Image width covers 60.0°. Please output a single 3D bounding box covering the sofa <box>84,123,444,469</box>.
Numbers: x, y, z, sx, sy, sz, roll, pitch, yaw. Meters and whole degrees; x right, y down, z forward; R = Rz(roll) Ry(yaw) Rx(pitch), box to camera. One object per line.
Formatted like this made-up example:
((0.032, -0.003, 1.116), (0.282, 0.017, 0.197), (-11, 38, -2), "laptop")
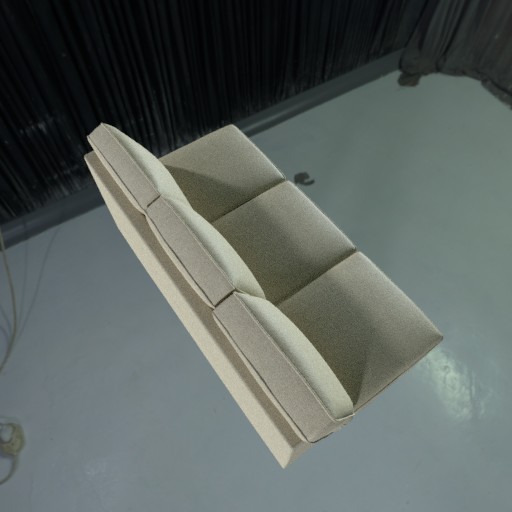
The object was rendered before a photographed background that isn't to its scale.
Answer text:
((0.000, 0.000, 2.508), (1.027, 0.973, 1.962), (-32, 64, -18), "sofa")
